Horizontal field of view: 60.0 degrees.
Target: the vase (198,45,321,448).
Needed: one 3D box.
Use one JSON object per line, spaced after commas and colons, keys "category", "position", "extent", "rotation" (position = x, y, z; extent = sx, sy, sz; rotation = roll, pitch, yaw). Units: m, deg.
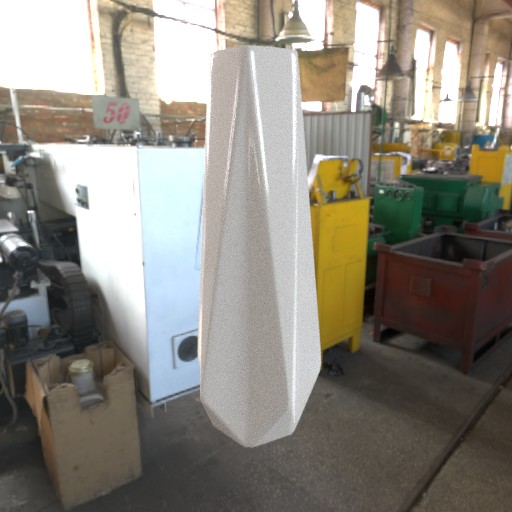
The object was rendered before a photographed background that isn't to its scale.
{"category": "vase", "position": [0.000, 0.000, 0.393], "extent": [0.122, 0.329, 0.116], "rotation": [2, 15, 9]}
